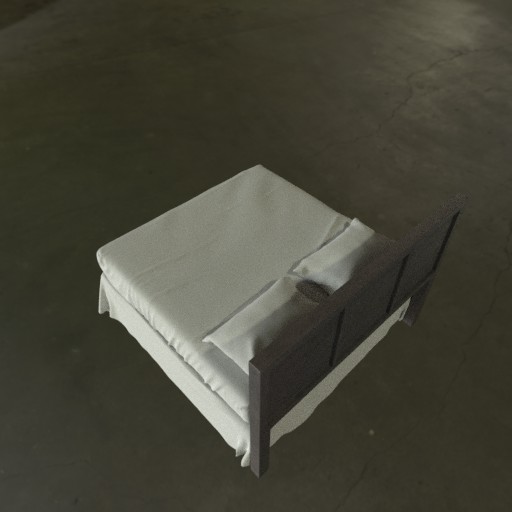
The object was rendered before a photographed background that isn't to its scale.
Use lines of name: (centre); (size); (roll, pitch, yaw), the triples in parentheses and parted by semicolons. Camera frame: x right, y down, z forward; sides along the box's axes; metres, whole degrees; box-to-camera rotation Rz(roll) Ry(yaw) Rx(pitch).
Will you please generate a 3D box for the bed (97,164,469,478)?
bed: (0.000, 0.000, 2.951); (1.772, 1.142, 1.785); (-33, 54, -29)
